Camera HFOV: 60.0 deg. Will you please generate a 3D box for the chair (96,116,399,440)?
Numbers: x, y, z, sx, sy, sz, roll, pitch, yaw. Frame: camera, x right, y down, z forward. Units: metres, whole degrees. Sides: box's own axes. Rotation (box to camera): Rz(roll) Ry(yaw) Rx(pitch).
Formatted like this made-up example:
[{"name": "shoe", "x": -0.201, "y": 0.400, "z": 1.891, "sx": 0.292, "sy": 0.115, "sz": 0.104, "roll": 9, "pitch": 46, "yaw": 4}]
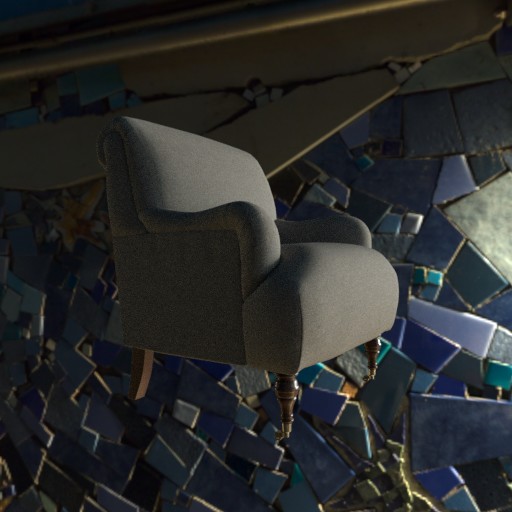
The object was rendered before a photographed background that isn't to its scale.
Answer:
[{"name": "chair", "x": 0.000, "y": 0.000, "z": 1.564, "sx": 0.843, "sy": 0.942, "sz": 0.766, "roll": 1, "pitch": 1, "yaw": 35}]
